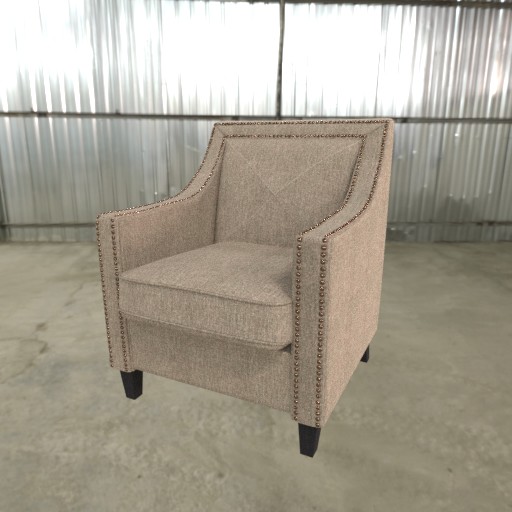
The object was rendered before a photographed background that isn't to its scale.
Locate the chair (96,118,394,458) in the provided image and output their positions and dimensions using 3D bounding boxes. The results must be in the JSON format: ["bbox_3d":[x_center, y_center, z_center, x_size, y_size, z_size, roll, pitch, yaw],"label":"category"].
[{"bbox_3d":[0.000,0.000,1.599,0.776,0.967,0.884,7,17,25],"label":"chair"}]
